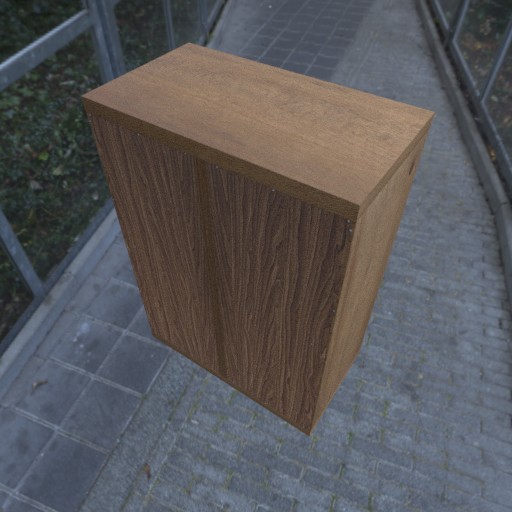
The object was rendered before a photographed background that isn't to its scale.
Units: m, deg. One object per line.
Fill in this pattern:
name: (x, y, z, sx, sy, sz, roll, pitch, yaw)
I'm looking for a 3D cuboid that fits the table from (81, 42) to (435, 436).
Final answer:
table: (0.000, 0.000, 1.756, 0.901, 1.294, 0.524, 26, 51, 23)
